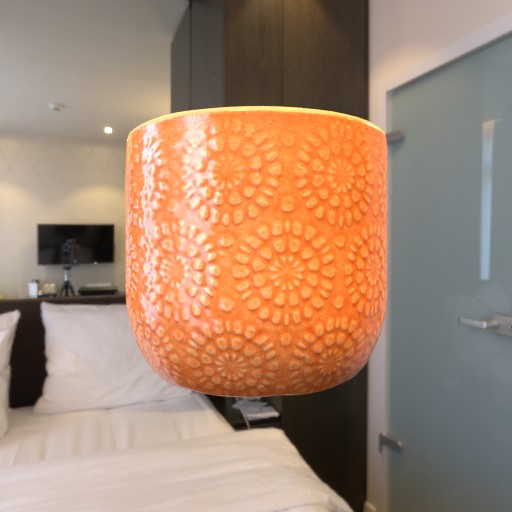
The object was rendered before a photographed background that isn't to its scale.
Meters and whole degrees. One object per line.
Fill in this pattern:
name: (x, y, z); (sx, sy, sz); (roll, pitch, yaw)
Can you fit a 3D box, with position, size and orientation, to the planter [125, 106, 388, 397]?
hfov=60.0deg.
planter: (0.000, 0.000, 0.291); (0.170, 0.152, 0.170); (0, 1, 0)
